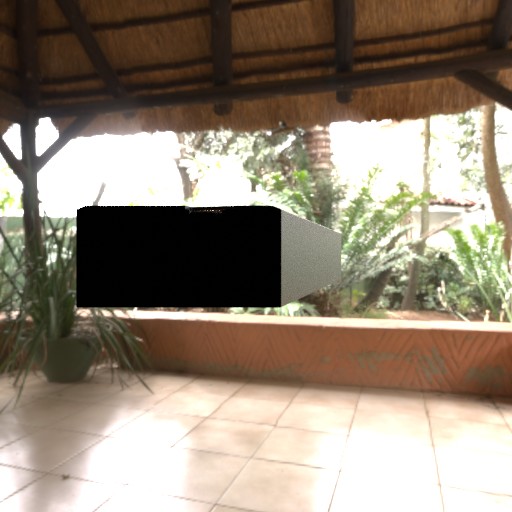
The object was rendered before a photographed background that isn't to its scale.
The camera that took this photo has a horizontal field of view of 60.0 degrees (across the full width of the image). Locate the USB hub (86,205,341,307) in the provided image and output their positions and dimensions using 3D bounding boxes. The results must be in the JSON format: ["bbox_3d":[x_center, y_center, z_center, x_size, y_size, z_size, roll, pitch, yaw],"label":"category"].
[{"bbox_3d":[0.000,0.000,0.156,0.044,0.023,0.145,0,0,17],"label":"USB hub"}]
